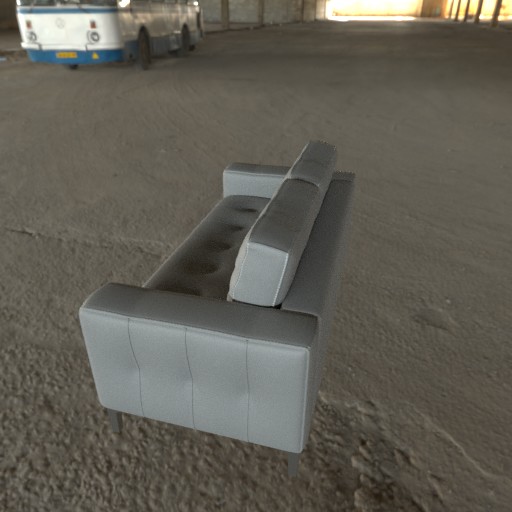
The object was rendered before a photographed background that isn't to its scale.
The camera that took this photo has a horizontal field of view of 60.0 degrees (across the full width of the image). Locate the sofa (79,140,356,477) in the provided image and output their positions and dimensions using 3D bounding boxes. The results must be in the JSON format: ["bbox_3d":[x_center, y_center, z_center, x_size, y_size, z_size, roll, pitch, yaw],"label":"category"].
[{"bbox_3d":[0.000,0.000,2.218,0.833,0.893,1.726,8,30,14],"label":"sofa"}]
